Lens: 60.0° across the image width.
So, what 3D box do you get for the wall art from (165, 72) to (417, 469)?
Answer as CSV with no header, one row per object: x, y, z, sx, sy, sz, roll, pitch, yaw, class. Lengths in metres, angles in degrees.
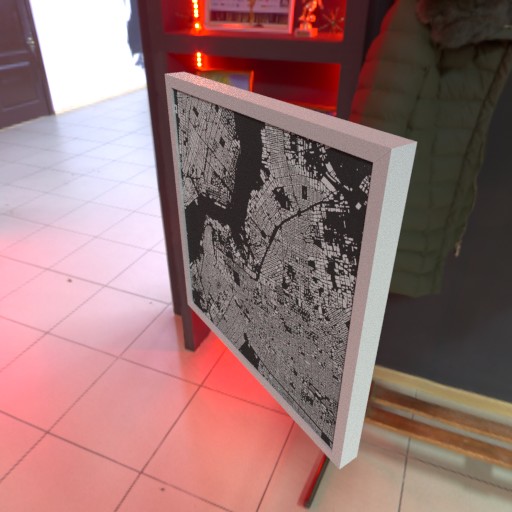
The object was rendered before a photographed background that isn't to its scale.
0.000,0.000,0.739,0.038,0.506,0.506,-20,37,-29,wall art
